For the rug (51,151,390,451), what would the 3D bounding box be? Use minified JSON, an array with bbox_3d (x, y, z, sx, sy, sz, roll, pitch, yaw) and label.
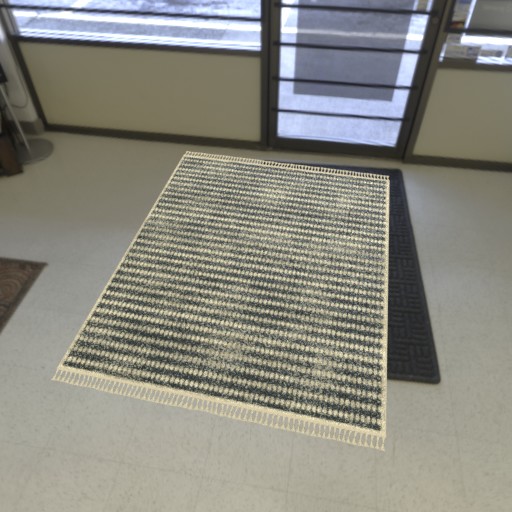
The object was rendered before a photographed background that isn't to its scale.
[{"bbox_3d":[0.000,0.000,3.860,2.256,0.013,2.910,9,46,9],"label":"rug"}]
